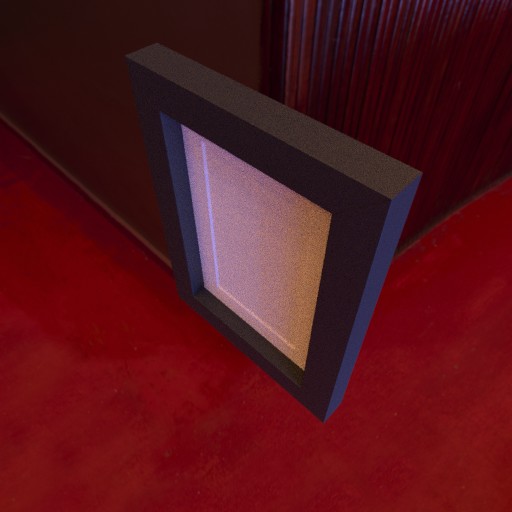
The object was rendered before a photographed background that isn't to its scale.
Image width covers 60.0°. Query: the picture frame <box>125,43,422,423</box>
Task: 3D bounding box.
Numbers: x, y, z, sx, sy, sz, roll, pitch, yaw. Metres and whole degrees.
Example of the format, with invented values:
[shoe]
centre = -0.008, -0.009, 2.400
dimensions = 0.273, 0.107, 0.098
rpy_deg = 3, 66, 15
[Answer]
[picture frame]
centre = 0.000, 0.000, 0.274
dimensions = 0.157, 0.208, 0.028
rpy_deg = 36, 58, 27
